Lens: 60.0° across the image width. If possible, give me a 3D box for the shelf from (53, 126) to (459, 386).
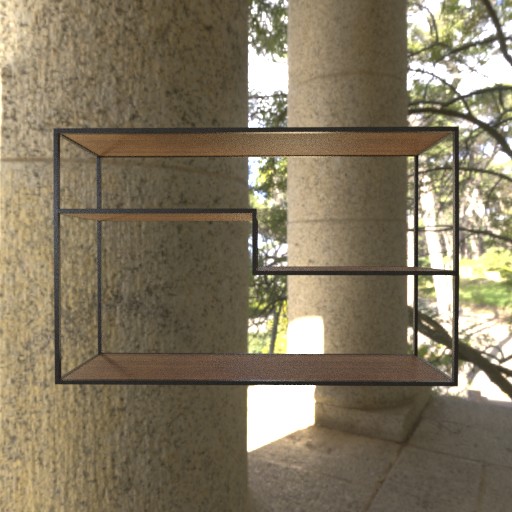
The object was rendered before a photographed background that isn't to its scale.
[{"bbox_3d":[0.000,0.000,1.492,1.201,0.765,0.361,0,1,1],"label":"shelf"}]
